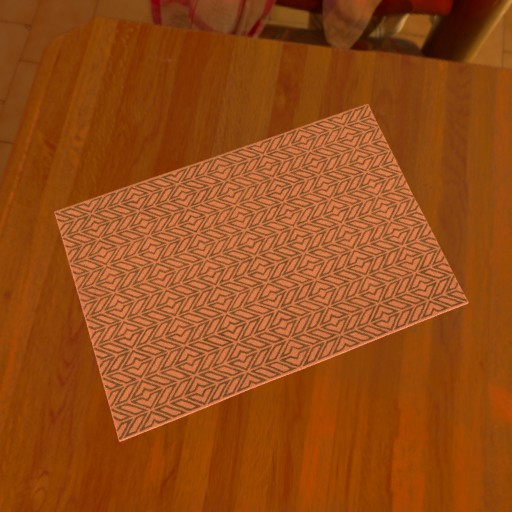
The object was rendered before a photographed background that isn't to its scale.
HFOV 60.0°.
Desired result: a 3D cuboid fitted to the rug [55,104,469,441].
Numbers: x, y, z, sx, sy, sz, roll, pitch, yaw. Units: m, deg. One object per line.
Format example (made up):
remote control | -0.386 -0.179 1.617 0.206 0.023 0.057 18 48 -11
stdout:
rug | 0.000 0.000 2.294 1.828 0.007 1.220 -20 76 -5
